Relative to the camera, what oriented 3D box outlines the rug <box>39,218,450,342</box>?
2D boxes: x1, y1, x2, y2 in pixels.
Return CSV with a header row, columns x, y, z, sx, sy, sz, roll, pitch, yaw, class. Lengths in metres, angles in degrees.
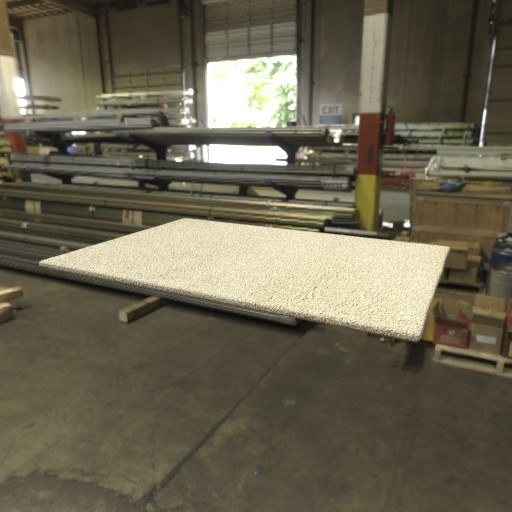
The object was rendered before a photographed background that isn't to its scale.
x,y,z,sx,sy,sz,roll,pitch,yaw,class
0.000,0.000,2.302,1.778,0.030,1.219,8,18,26,rug
